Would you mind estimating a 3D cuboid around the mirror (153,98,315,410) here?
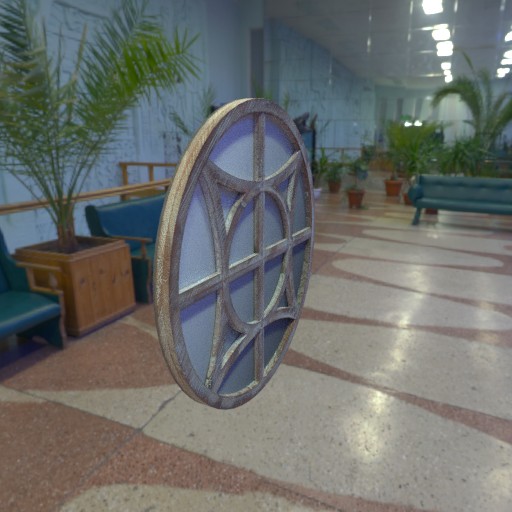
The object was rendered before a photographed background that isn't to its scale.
[{"bbox_3d":[0.000,0.000,1.062,0.038,0.710,0.710,8,17,26],"label":"mirror"}]
